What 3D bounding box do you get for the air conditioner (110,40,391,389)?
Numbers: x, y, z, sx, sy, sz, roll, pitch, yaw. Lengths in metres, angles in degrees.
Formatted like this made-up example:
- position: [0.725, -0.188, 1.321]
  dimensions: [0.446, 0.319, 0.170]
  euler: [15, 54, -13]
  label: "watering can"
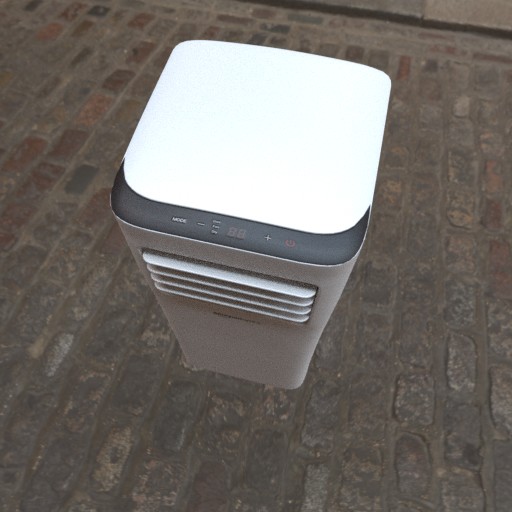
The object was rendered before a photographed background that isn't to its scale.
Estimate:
- position: [0.000, 0.000, 0.921]
  dimensions: [0.352, 0.716, 0.369]
  euler: [12, 60, 7]
  label: "air conditioner"
